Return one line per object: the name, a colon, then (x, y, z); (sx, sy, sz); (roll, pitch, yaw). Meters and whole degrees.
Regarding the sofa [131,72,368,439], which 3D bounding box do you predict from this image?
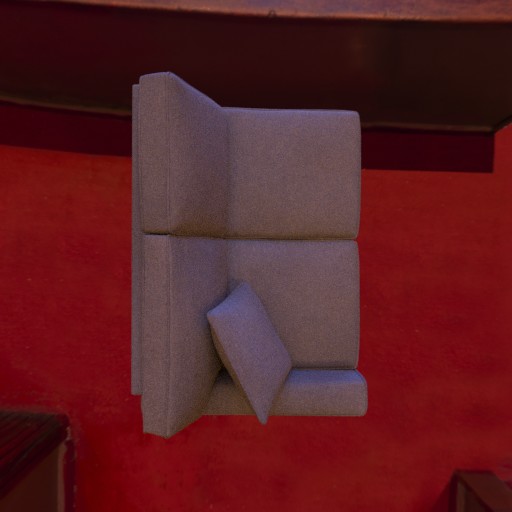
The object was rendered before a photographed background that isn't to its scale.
sofa: (0.000, 0.000, 2.064); (0.991, 0.989, 1.388); (0, 89, 0)
